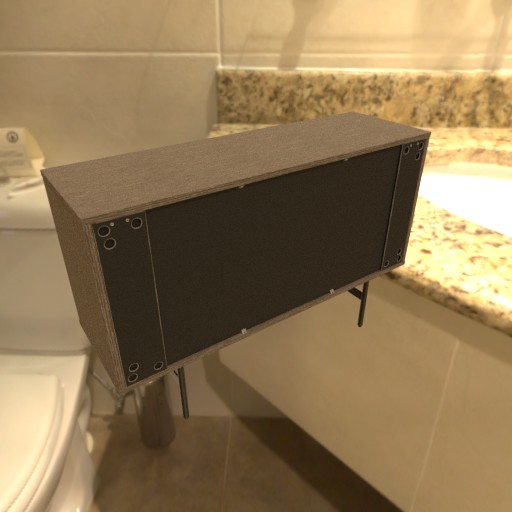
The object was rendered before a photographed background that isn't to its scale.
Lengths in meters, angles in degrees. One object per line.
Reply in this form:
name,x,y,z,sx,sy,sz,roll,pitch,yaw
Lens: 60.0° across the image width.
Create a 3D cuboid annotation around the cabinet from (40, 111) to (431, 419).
cabinet,0.000,0.000,1.578,1.194,0.787,0.405,-20,36,-30
